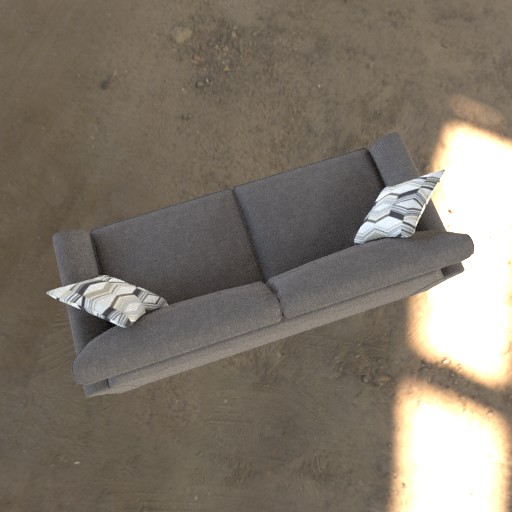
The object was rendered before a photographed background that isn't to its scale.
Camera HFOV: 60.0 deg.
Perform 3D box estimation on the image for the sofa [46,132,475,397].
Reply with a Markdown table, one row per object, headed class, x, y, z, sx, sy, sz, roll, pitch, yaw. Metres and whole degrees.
| class | x | y | z | sx | sy | sz | roll | pitch | yaw |
| --- | --- | --- | --- | --- | --- | --- | --- | --- | --- |
| sofa | 0.000 | 0.000 | 2.425 | 2.032 | 0.813 | 0.889 | -17 | 74 | -5 |
